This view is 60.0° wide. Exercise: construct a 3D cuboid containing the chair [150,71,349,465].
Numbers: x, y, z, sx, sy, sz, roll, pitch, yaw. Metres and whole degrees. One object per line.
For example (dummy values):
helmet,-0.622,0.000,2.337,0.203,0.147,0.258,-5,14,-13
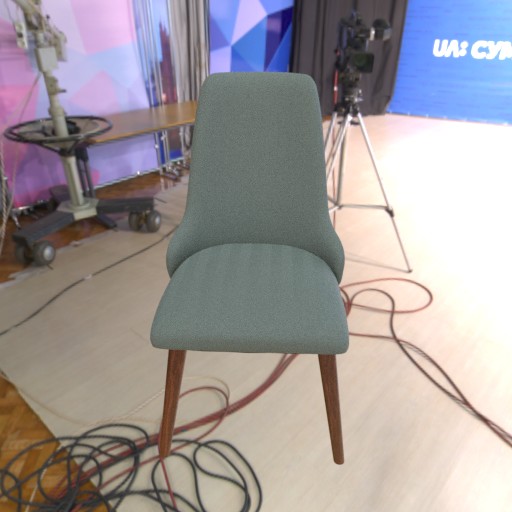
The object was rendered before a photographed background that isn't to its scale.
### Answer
chair,0.000,0.000,1.305,0.535,0.918,0.707,2,31,3
